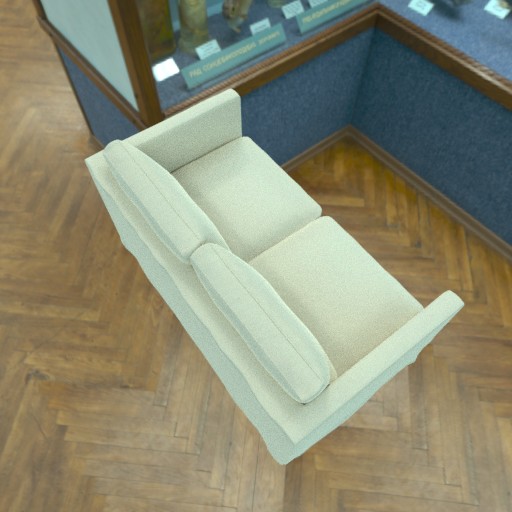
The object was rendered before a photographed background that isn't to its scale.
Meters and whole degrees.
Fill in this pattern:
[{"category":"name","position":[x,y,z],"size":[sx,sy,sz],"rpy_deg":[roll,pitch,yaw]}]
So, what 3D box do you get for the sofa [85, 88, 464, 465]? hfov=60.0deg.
[{"category":"sofa","position":[0.000,0.000,2.314],"size":[0.962,0.834,1.746],"rpy_deg":[-33,64,-18]}]
